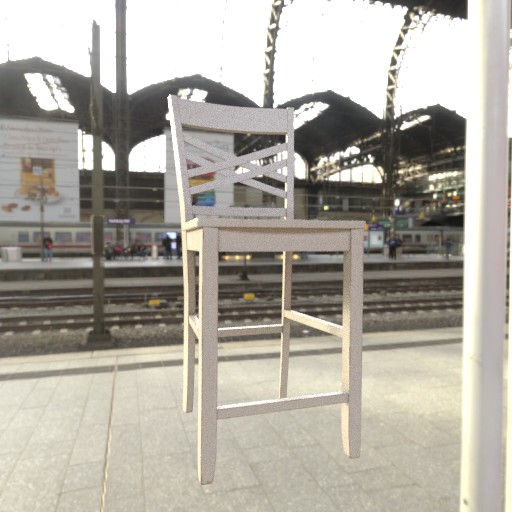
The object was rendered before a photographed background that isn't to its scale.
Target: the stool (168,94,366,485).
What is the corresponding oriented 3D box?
[{"bbox_3d":[0.000,0.000,1.357,0.462,1.079,0.539,-1,2,-18],"label":"stool"}]
